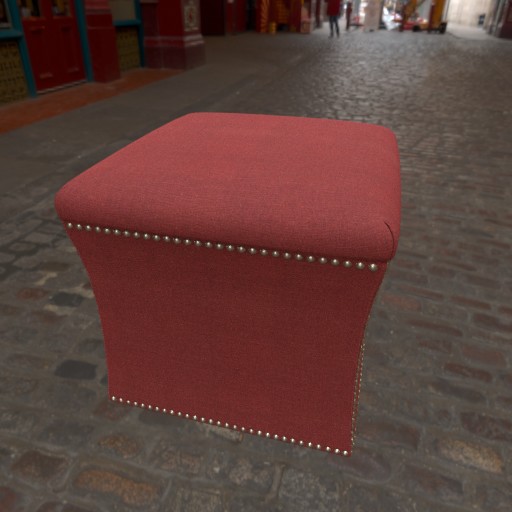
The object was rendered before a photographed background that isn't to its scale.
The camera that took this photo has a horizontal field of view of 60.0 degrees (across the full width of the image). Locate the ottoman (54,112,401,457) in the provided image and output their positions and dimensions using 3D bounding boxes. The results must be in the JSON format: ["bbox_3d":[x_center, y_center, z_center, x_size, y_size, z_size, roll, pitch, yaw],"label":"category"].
[{"bbox_3d":[0.000,0.000,0.881,0.497,0.475,0.507,8,31,13],"label":"ottoman"}]
